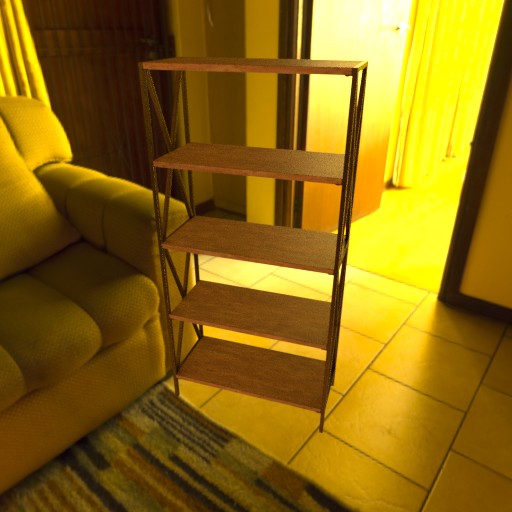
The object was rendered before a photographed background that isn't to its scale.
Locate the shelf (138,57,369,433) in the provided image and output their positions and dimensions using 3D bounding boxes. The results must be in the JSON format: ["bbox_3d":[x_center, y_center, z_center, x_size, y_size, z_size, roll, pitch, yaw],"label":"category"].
[{"bbox_3d":[0.000,0.000,2.239,0.874,1.803,0.386,9,29,16],"label":"shelf"}]
